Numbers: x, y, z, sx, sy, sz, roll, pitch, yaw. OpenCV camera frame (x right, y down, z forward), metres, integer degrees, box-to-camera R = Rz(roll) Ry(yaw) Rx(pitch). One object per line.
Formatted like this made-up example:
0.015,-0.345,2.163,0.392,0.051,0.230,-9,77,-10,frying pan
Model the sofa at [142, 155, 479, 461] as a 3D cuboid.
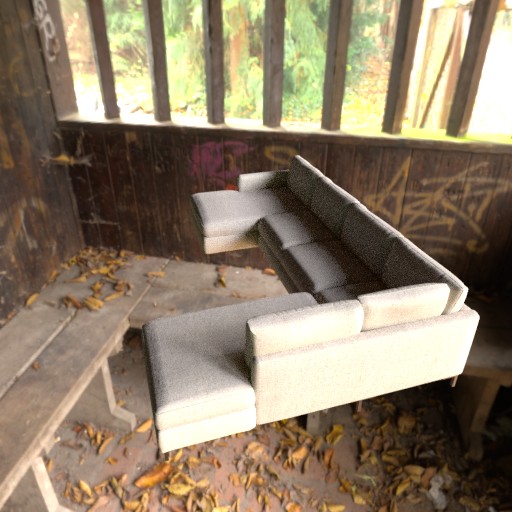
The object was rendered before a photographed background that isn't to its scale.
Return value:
0.000,0.000,3.487,1.879,0.756,2.737,-9,31,-15,sofa
